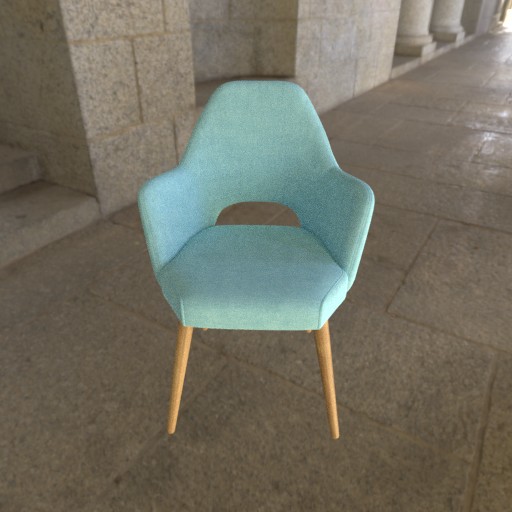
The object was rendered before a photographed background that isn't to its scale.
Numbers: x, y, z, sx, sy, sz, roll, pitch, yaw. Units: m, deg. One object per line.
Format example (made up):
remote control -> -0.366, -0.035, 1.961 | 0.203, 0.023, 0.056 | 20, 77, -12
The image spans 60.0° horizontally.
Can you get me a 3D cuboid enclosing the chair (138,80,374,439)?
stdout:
chair -> 0.000, 0.000, 1.254 | 0.590, 0.840, 0.610 | 1, 31, 2
